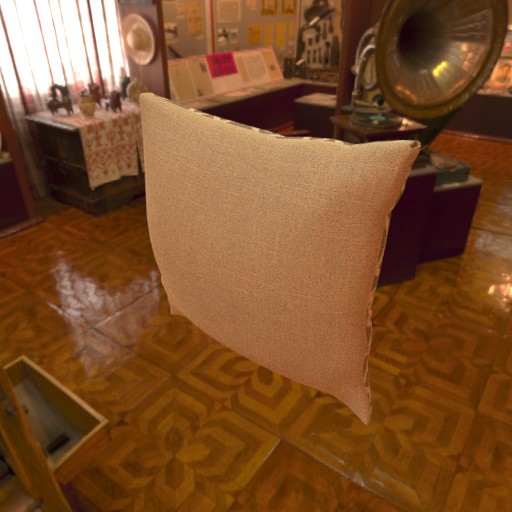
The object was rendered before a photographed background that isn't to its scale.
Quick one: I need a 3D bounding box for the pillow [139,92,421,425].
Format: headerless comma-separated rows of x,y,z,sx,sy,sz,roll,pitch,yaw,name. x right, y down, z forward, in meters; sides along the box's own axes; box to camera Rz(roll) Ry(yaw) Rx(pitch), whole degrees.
0.000,0.000,0.787,0.508,0.498,0.215,21,37,32,pillow
